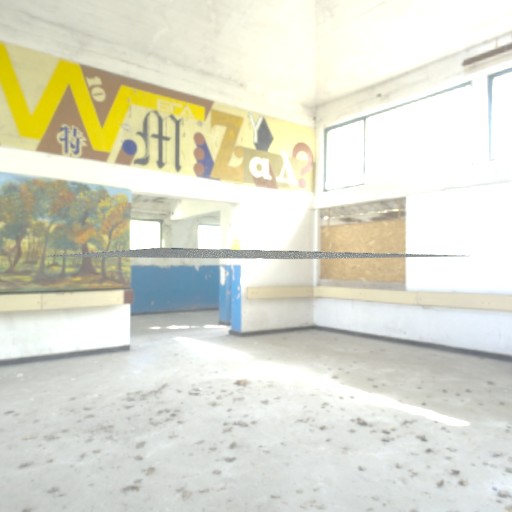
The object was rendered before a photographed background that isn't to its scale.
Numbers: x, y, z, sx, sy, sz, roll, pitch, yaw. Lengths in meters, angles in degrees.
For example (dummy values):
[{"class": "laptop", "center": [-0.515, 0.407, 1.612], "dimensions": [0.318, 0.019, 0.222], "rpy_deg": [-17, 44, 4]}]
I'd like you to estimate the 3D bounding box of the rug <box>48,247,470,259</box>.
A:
[{"class": "rug", "center": [0.000, 0.000, 4.098], "dimensions": [3.059, 0.008, 2.453], "rpy_deg": [1, -1, -37]}]
